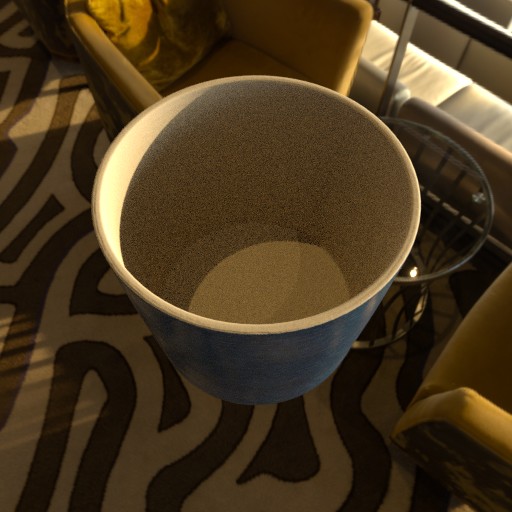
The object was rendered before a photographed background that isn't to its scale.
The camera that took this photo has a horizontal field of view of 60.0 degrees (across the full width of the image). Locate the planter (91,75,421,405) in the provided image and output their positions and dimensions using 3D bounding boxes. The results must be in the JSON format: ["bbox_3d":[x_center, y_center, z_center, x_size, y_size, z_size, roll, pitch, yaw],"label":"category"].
[{"bbox_3d":[0.000,0.000,0.389,0.221,0.201,0.221,0,59,0],"label":"planter"}]
